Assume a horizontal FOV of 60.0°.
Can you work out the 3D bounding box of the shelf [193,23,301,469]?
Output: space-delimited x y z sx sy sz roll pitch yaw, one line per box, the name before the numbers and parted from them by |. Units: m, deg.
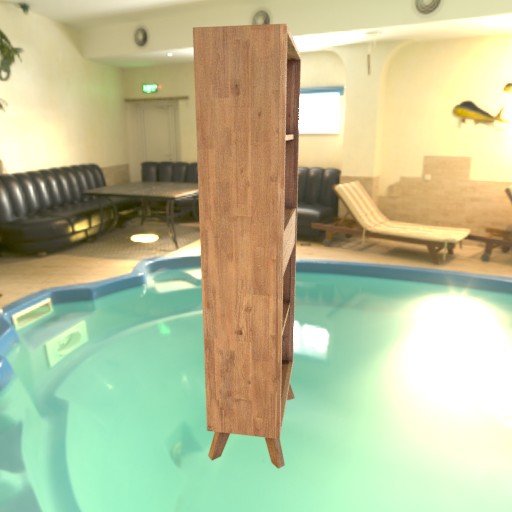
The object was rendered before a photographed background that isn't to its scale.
shelf | 0.000 0.000 1.530 0.267 1.342 0.491 3 16 9
